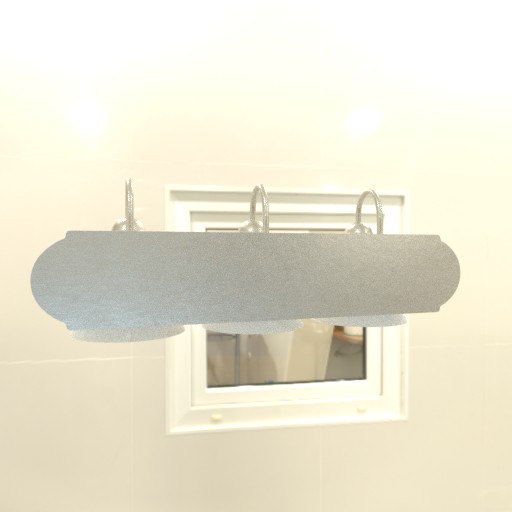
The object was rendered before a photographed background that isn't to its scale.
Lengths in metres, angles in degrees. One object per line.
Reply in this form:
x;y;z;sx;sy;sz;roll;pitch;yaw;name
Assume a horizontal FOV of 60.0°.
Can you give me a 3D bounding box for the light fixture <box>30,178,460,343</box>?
0.000;0.000;0.699;0.610;0.222;0.199;0;1;-17;light fixture
